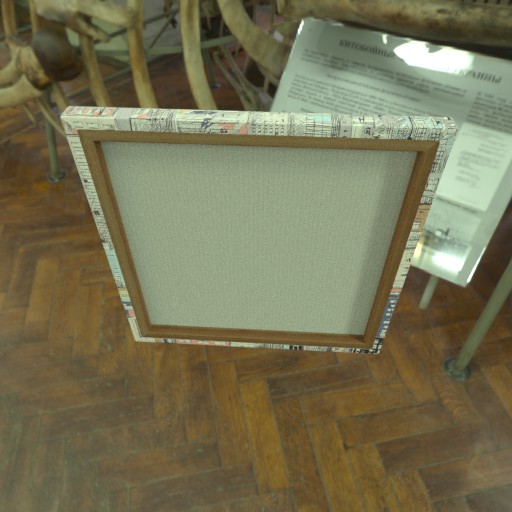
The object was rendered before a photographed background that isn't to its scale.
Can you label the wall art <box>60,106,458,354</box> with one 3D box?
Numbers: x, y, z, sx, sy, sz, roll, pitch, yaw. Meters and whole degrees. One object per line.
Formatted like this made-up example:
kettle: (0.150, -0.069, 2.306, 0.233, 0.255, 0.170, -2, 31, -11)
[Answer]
wall art: (0.000, 0.000, 1.125, 0.761, 0.762, 0.048, 2, 45, 2)
